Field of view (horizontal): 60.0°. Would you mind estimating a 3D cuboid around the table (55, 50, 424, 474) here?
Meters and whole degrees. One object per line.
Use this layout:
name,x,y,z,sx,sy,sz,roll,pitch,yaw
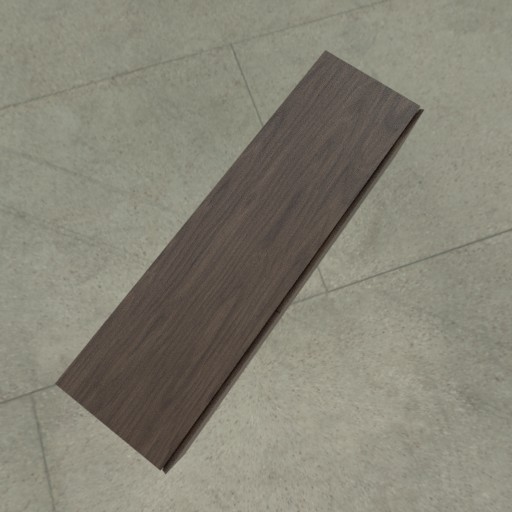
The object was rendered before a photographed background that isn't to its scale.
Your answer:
table,0.000,0.000,1.626,0.405,0.508,1.397,35,77,9
